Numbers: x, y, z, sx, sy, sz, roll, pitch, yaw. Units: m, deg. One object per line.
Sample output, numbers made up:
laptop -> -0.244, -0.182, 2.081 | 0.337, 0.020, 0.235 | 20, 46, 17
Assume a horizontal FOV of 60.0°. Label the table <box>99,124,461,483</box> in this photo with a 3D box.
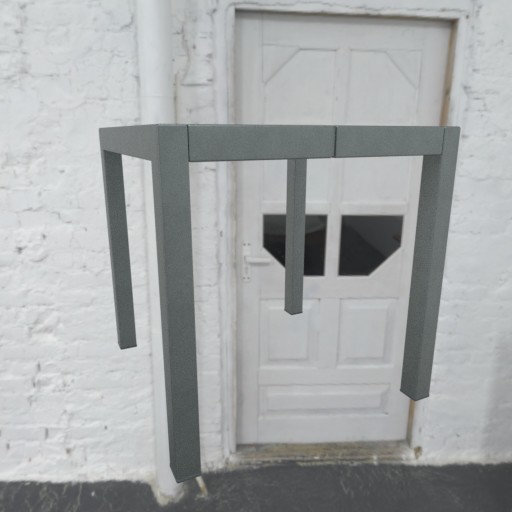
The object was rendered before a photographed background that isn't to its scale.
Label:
table -> 0.000, 0.000, 0.910 | 0.508, 0.508, 0.508 | -8, 17, -25
